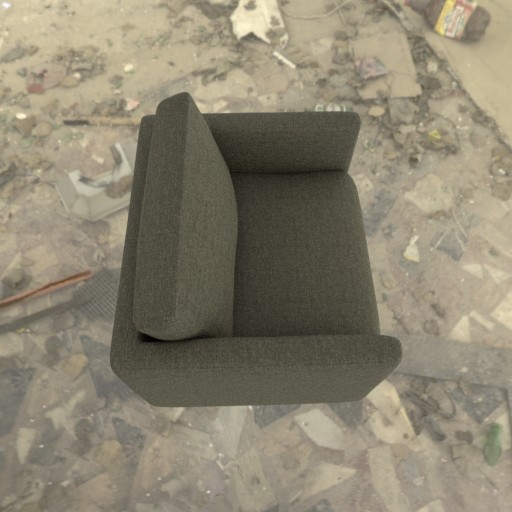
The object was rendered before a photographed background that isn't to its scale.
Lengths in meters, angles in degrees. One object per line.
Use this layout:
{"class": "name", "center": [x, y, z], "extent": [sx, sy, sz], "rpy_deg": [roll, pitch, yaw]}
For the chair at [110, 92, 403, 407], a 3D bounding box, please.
{"class": "chair", "center": [0.000, 0.000, 1.854], "extent": [0.959, 0.963, 1.107], "rpy_deg": [-1, 62, -1]}
